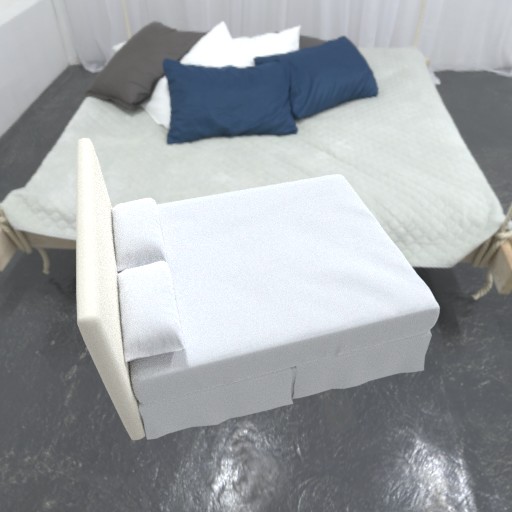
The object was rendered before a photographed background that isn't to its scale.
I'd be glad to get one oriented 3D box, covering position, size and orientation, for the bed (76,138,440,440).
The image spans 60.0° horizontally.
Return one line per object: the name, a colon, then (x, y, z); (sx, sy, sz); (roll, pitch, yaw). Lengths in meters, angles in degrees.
bed: (0.000, 0.000, 3.160); (2.142, 1.330, 1.713); (-11, 46, -11)
